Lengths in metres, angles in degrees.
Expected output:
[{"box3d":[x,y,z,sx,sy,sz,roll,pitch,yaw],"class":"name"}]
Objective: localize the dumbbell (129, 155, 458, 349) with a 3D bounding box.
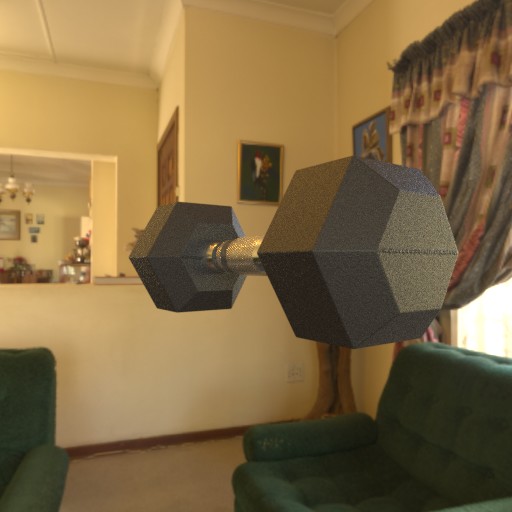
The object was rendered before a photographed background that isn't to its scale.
[{"box3d":[0.000,0.000,0.352,0.116,0.101,0.297,1,-1,-35],"class":"dumbbell"}]
